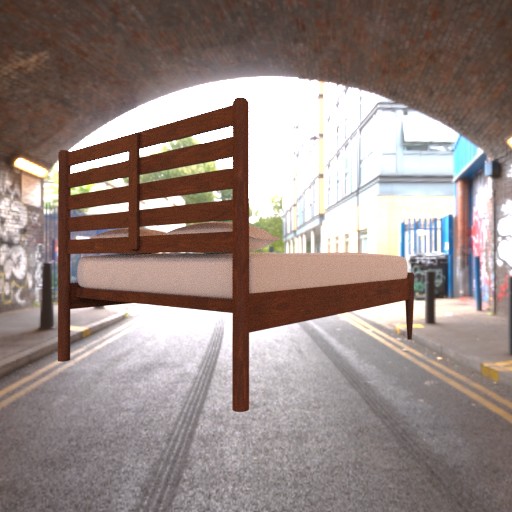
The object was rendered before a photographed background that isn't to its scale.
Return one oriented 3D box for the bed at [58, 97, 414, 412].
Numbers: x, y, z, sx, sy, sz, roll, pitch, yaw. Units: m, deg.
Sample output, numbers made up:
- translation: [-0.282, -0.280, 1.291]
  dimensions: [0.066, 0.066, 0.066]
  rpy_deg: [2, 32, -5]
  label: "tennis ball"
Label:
- translation: [0.000, 0.000, 3.102]
  dimensions: [1.509, 1.304, 2.093]
  rpy_deg: [0, 0, 38]
  label: "bed"
